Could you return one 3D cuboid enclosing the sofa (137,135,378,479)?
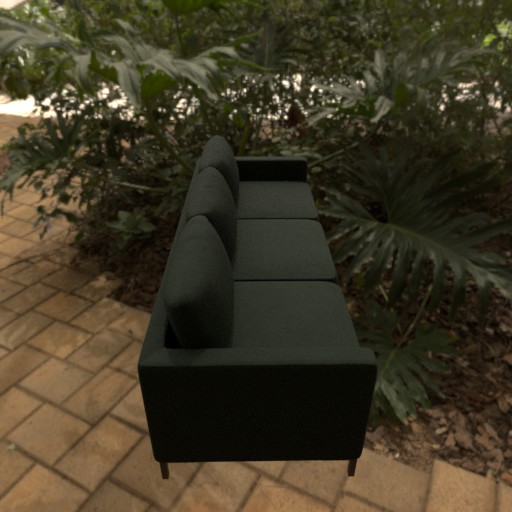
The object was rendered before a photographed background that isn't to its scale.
[{"bbox_3d":[0.000,0.000,2.569,0.859,0.870,2.218,0,31,-1],"label":"sofa"}]
